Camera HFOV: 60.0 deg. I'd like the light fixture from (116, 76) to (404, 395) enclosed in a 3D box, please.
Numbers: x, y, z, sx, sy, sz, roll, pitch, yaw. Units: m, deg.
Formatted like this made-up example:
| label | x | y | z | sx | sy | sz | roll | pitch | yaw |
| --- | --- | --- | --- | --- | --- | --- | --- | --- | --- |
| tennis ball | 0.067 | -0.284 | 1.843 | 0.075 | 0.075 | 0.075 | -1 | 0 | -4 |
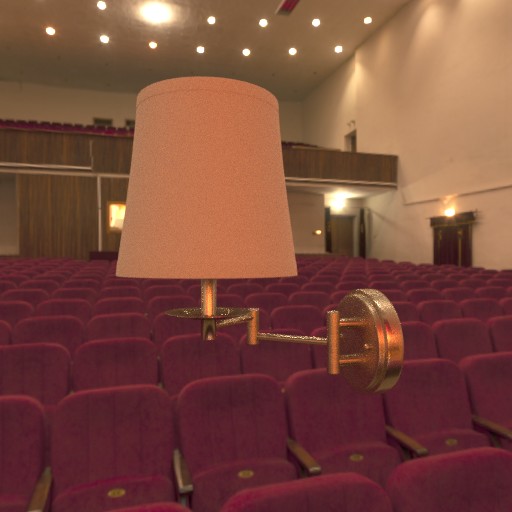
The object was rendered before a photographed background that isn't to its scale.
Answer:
| label | x | y | z | sx | sy | sz | roll | pitch | yaw |
| --- | --- | --- | --- | --- | --- | --- | --- | --- | --- |
| light fixture | 0.000 | 0.000 | 0.577 | 0.348 | 0.381 | 0.223 | 0 | -1 | -17 |
